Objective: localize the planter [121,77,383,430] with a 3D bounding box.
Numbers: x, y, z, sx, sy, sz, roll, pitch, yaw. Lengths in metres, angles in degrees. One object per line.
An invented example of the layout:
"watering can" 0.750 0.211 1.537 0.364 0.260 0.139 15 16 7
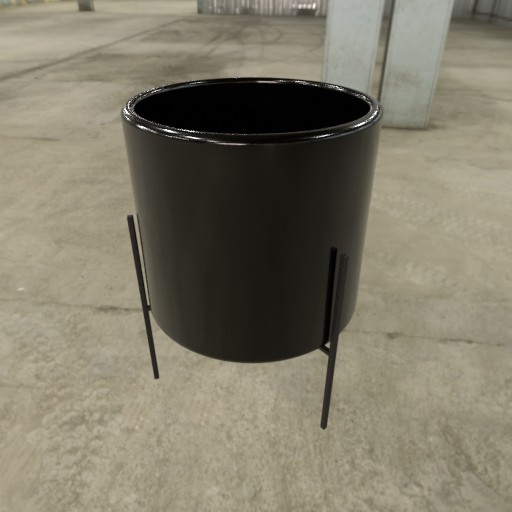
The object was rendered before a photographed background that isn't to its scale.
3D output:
"planter" 0.000 0.000 0.633 0.310 0.432 0.310 20 37 29
